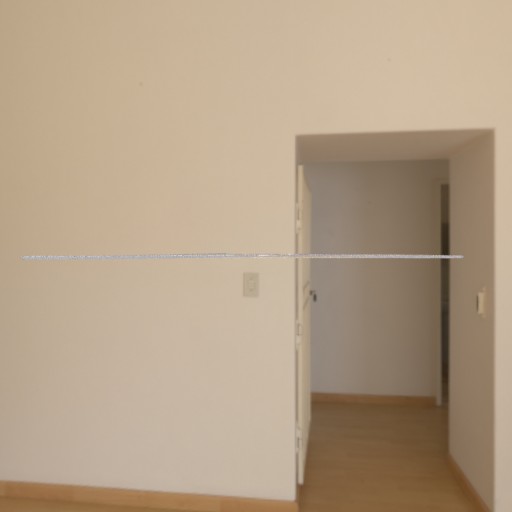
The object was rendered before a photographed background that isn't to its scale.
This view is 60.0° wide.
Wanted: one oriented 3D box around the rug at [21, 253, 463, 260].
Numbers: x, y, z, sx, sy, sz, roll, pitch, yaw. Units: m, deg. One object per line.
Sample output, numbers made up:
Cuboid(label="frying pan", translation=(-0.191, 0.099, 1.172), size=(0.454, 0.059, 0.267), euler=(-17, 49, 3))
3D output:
Cuboid(label="rug", translation=(0.000, 0.000, 2.557), size=(2.320, 0.032, 0.692), euler=(0, 0, -18))
